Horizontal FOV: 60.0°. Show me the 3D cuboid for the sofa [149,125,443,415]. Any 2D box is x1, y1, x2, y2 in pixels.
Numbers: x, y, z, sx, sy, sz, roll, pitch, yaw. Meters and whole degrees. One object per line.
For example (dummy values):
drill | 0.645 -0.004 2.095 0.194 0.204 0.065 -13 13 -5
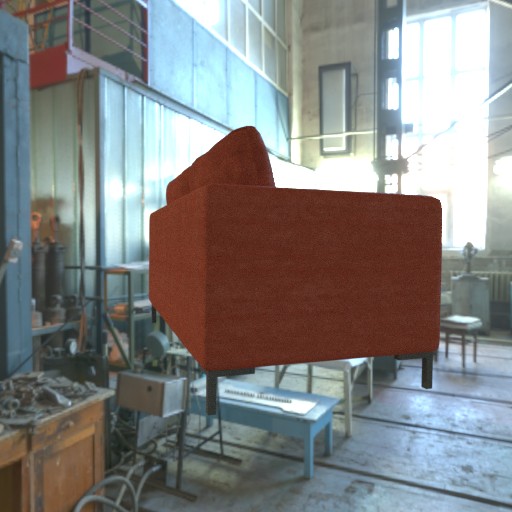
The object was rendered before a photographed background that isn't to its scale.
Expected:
sofa | 0.000 0.000 2.120 0.864 0.896 1.574 0 1 -19
